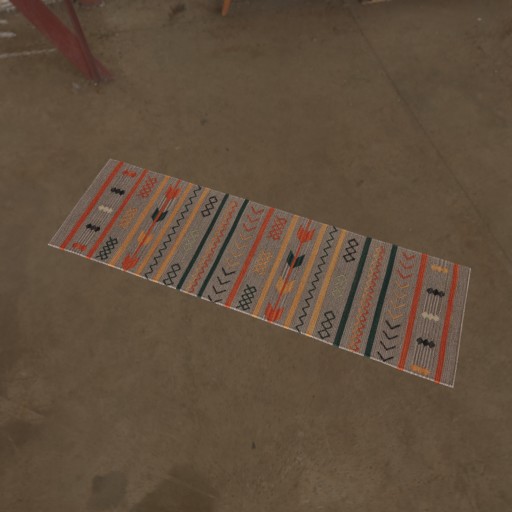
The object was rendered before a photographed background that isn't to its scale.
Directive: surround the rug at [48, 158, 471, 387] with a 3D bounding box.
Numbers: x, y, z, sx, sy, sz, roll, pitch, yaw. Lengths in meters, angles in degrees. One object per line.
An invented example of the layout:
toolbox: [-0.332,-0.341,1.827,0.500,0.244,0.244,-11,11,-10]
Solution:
rug: [0.000,0.000,2.638,2.419,0.022,0.744,18,61,10]
